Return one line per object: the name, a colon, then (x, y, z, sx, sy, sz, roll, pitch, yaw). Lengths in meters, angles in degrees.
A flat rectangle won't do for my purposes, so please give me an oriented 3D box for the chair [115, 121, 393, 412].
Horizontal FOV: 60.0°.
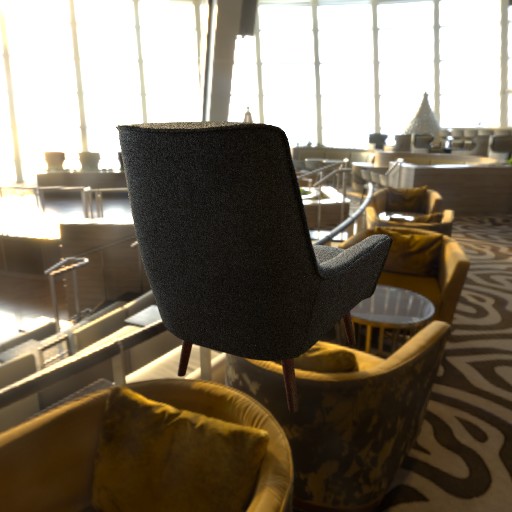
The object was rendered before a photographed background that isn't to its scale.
chair: (0.000, 0.000, 1.535, 0.763, 0.883, 0.859, 8, 18, 27)
